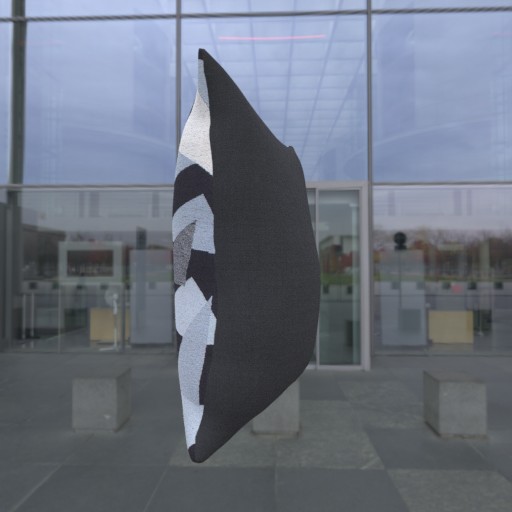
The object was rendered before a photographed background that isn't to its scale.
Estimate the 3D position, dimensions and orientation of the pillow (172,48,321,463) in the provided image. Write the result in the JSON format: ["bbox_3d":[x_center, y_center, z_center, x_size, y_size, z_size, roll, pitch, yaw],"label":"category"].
[{"bbox_3d":[0.000,0.000,0.755,0.208,0.496,0.503,0,-1,17],"label":"pillow"}]
